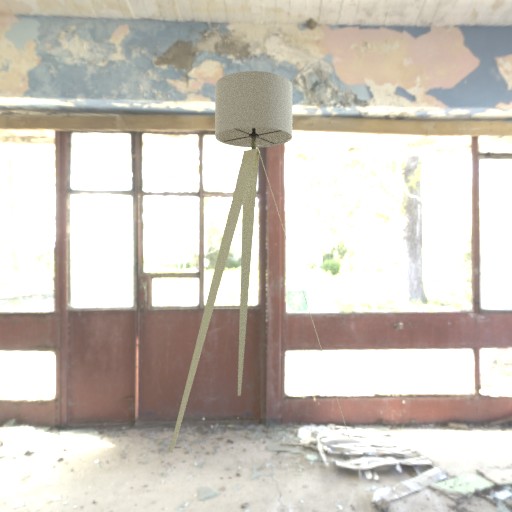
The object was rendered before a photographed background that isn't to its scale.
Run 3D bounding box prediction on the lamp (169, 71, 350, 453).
[{"bbox_3d":[0.000,0.000,1.926,0.724,1.524,0.716,0,0,35],"label":"lamp"}]
